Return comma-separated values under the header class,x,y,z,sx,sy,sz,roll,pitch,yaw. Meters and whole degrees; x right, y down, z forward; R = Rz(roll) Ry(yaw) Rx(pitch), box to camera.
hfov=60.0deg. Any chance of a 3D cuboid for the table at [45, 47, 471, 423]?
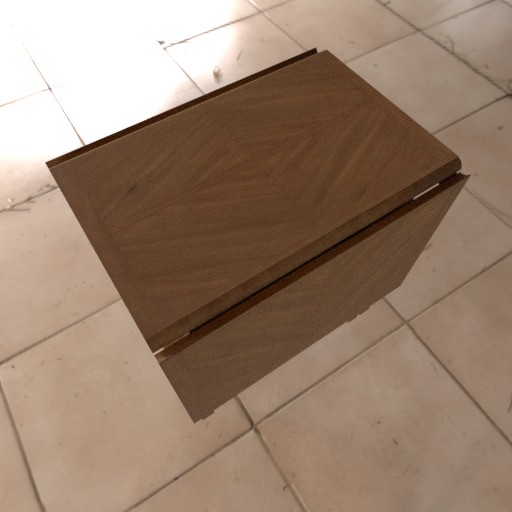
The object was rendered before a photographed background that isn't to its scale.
class,x,y,z,sx,sy,sz,roll,pitch,yaw
table,0.000,0.000,1.640,0.967,0.981,0.701,-30,63,-17
